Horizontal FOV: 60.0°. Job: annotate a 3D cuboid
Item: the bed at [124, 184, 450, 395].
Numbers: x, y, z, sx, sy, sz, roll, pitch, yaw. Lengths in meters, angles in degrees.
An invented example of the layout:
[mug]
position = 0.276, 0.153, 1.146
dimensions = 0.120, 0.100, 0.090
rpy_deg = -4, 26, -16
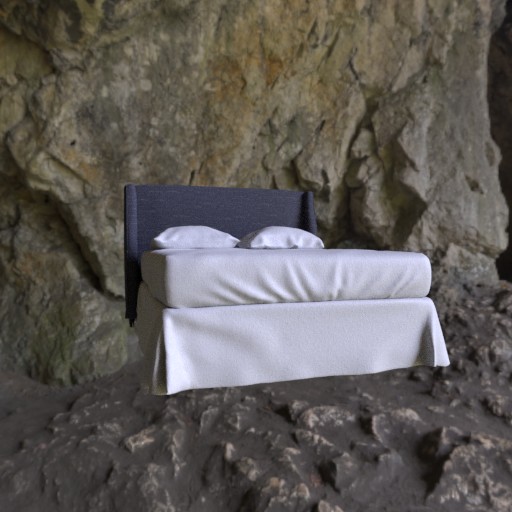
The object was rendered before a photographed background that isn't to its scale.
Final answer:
[bed]
position = 0.000, 0.000, 3.438
dimensions = 1.925, 1.332, 2.276
rpy_deg = 0, 1, -18
